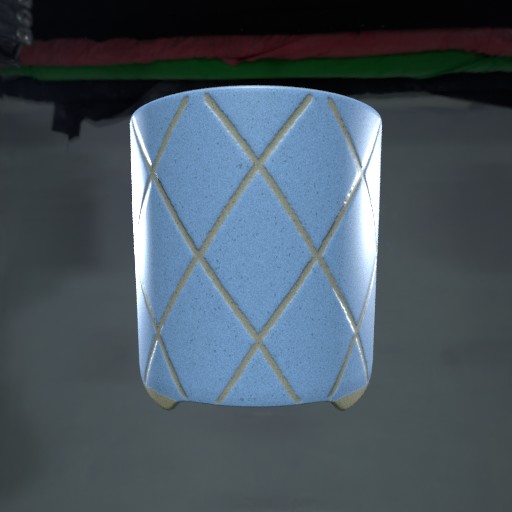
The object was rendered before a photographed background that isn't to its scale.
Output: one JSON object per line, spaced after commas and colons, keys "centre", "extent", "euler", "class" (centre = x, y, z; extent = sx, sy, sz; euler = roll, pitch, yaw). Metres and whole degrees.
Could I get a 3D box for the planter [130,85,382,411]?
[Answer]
{"centre": [0.000, 0.000, 0.350], "extent": [0.191, 0.200, 0.191], "euler": [0, 1, 0], "class": "planter"}
